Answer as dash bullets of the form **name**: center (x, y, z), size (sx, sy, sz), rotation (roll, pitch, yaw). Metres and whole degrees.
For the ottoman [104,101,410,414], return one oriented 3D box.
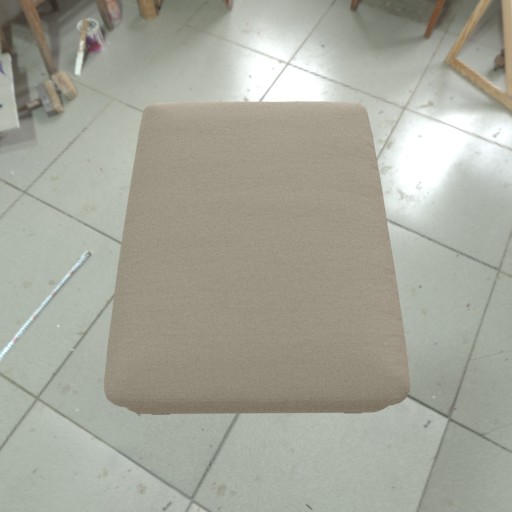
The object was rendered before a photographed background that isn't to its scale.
- **ottoman**: center (0.000, 0.000, 1.129), size (0.606, 0.420, 0.771), rotation (0, 63, 0)
